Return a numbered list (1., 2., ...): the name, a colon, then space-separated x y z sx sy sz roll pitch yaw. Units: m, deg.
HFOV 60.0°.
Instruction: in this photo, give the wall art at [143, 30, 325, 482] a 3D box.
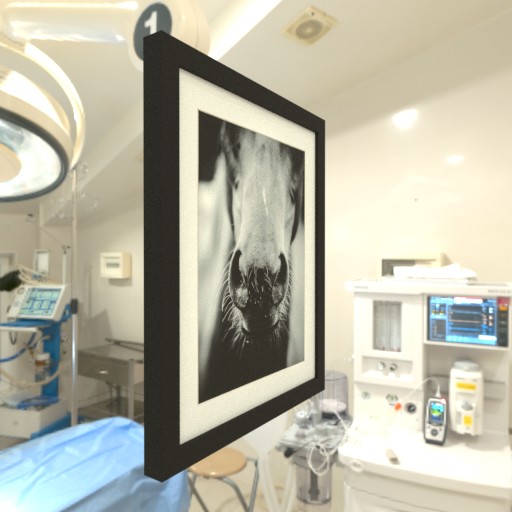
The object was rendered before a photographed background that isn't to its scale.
1. wall art: 0.000 0.000 0.537 0.024 0.404 0.329 0 1 35
